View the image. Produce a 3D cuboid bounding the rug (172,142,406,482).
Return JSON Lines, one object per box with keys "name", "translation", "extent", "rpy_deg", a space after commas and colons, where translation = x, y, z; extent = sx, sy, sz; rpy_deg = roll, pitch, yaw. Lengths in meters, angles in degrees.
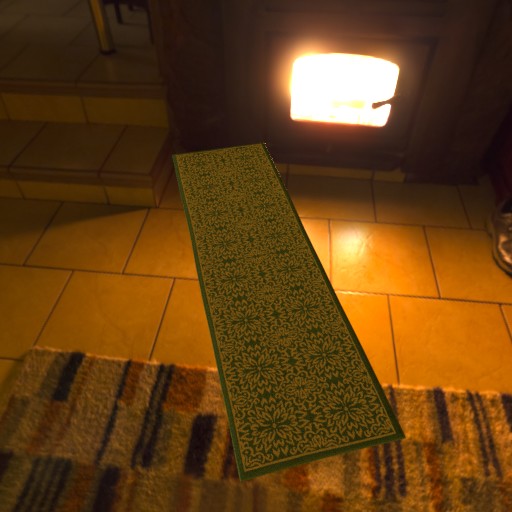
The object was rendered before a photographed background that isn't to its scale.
{"name": "rug", "translation": [0.000, 0.000, 2.412], "extent": [0.662, 0.011, 2.196], "rpy_deg": [-10, 47, -10]}
